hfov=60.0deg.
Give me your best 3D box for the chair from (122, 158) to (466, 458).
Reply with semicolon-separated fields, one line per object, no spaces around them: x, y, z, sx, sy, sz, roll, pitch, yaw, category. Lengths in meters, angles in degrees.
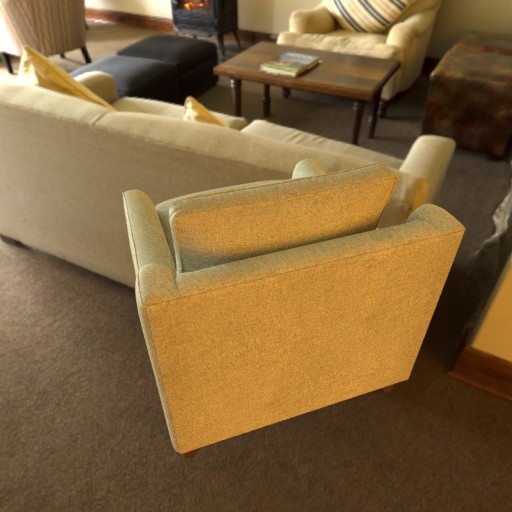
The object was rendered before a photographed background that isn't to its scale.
0.000;0.000;1.564;0.838;0.864;0.918;-13;42;-14;chair
